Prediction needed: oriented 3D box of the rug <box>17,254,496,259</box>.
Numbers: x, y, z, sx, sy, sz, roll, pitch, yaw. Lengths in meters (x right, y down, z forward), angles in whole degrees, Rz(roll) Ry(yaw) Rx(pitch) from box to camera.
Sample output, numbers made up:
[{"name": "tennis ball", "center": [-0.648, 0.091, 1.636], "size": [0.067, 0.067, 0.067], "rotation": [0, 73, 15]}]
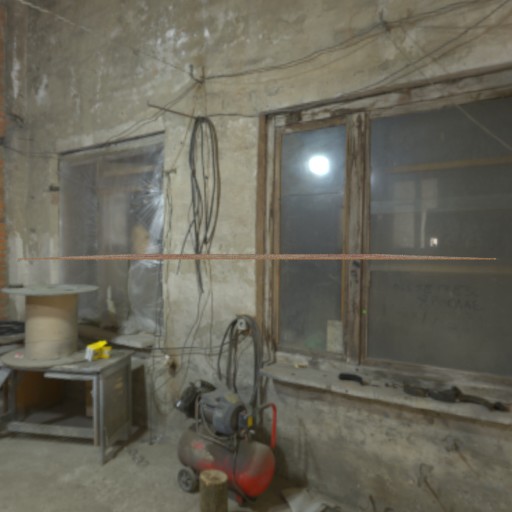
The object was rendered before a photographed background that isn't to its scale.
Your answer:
[{"name": "rug", "center": [0.000, 0.000, 4.052], "size": [3.143, 0.008, 2.451], "rotation": [0, 1, 0]}]
